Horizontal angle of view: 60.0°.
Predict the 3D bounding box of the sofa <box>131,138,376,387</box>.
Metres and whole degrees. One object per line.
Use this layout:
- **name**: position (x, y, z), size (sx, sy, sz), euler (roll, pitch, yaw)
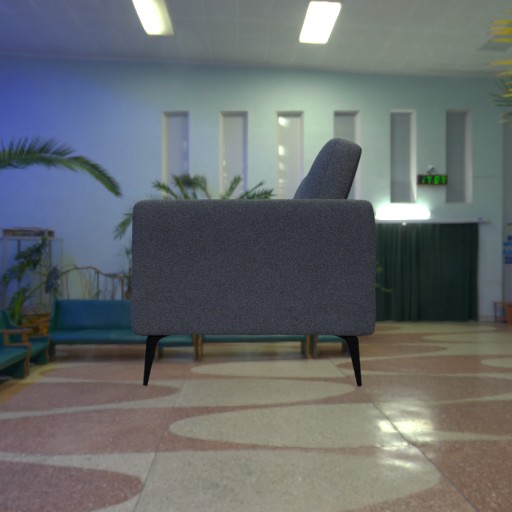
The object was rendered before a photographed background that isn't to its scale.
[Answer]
- **sofa**: position (0.000, 0.000, 2.336), size (0.774, 0.828, 1.925), euler (0, 0, 1)
